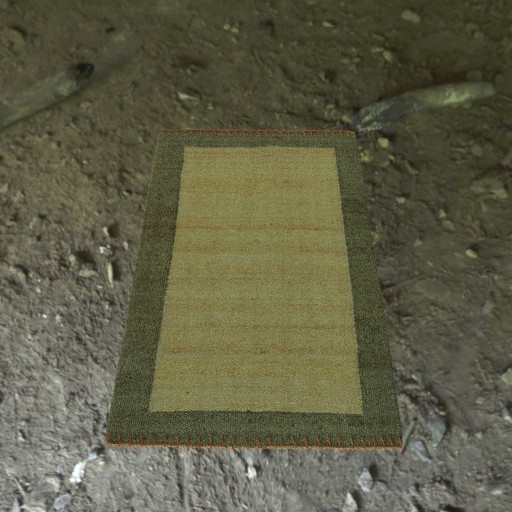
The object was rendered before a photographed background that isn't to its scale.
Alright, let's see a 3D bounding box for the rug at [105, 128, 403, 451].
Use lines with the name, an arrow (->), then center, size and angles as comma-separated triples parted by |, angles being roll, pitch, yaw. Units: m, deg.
rug -> 0.000, 0.000, 2.261 | 1.220, 0.019, 1.838 | 1, 58, 0
